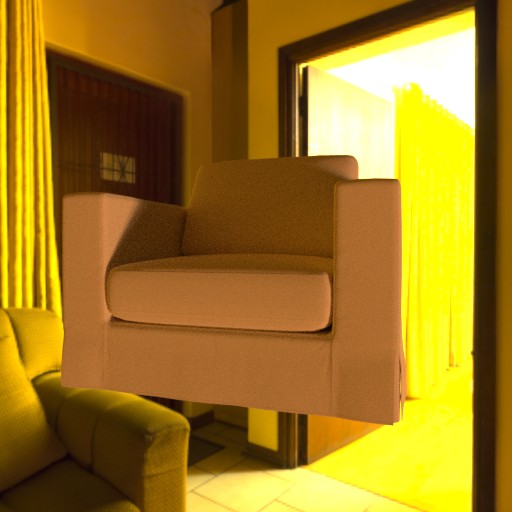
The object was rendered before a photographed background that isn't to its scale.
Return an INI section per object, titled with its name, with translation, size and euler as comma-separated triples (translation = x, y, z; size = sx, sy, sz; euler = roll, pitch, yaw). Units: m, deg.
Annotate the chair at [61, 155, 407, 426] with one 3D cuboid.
[chair]
translation = 0.000, 0.000, 1.784
size = 1.150, 0.878, 0.957
euler = 0, 1, 18
